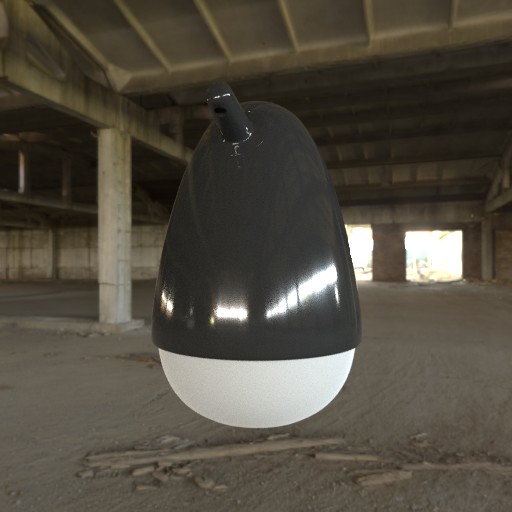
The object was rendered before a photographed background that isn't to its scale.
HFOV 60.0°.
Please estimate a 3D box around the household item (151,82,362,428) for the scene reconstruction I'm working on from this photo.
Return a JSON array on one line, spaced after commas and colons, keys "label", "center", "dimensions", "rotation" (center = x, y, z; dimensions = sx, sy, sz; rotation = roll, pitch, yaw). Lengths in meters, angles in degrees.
[{"label": "household item", "center": [0.000, 0.000, 0.220], "dimensions": [0.102, 0.152, 0.104], "rotation": [0, -1, 18]}]
